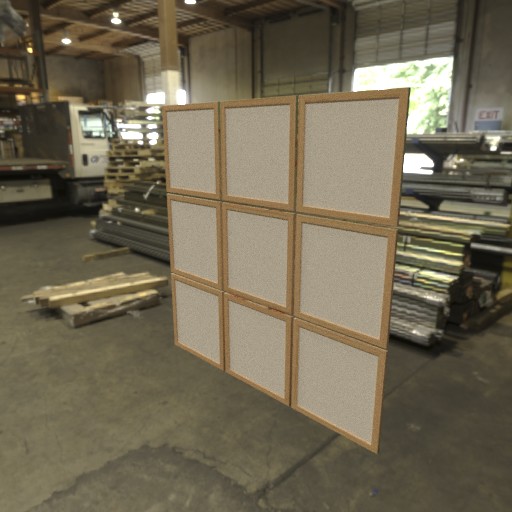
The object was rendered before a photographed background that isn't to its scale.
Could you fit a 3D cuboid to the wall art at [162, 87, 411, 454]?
[{"bbox_3d":[0.000,0.000,1.819,1.214,1.219,0.013,15,21,42],"label":"wall art"}]
